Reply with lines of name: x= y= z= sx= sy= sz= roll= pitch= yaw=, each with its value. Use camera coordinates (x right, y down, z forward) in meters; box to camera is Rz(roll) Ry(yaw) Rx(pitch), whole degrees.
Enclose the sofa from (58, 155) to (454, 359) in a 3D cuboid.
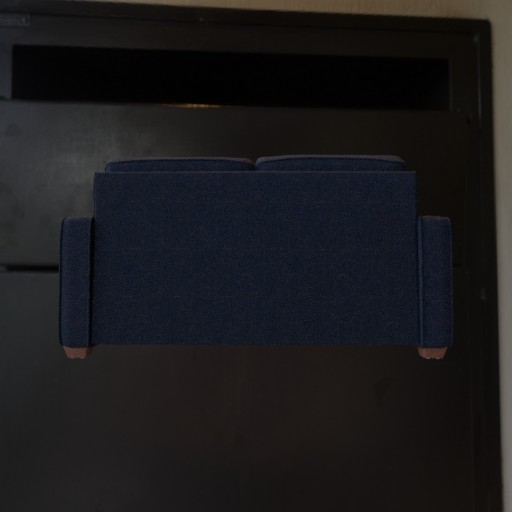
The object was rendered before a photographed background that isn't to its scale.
sofa: x=0.000 y=0.000 z=2.356 sx=1.709 sy=0.918 sz=0.947 roll=0 pitch=-2 yaw=0
